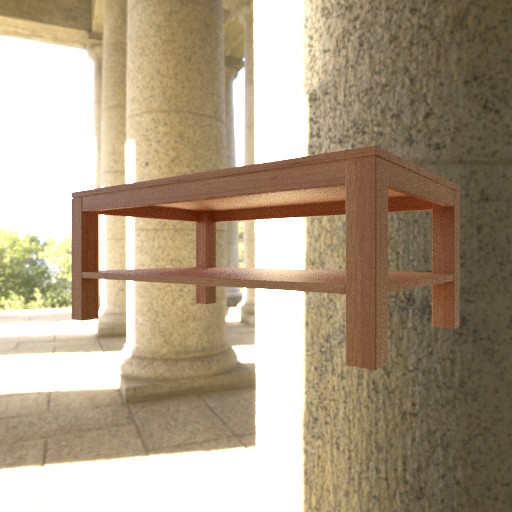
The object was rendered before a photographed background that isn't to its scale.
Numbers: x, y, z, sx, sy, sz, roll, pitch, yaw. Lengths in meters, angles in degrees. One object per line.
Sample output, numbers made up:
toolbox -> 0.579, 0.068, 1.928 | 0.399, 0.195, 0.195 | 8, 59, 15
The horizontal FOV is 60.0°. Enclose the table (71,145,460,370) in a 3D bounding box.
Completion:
table -> 0.000, 0.000, 1.522 | 1.146, 0.457, 0.695 | 0, 1, 38
